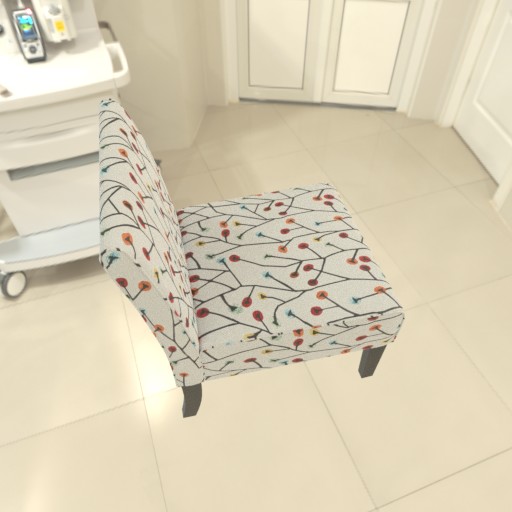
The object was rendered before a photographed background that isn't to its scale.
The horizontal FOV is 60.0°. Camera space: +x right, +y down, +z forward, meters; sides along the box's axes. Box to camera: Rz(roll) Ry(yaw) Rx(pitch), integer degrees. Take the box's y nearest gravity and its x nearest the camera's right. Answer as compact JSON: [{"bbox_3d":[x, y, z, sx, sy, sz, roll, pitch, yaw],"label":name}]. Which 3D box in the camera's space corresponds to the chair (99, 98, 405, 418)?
[{"bbox_3d":[0.000,0.000,1.341,0.732,0.813,0.597,-10,49,-9],"label":"chair"}]
